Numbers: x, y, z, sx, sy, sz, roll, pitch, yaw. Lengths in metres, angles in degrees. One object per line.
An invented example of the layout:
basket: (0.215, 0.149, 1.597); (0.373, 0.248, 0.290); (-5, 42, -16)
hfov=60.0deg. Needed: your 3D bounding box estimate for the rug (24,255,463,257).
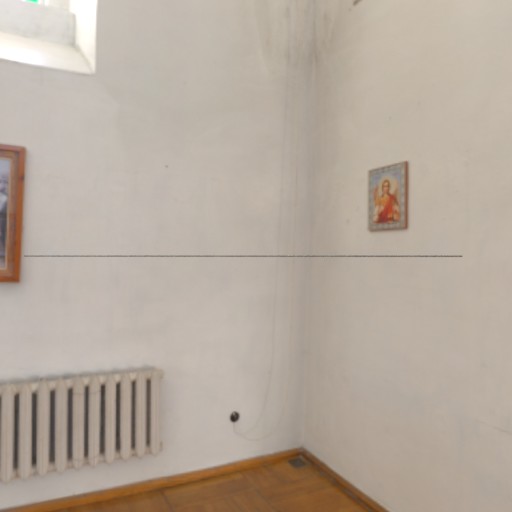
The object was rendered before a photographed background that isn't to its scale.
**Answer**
rug: (0.000, 0.000, 2.884); (2.283, 0.006, 1.521); (0, 0, 19)
